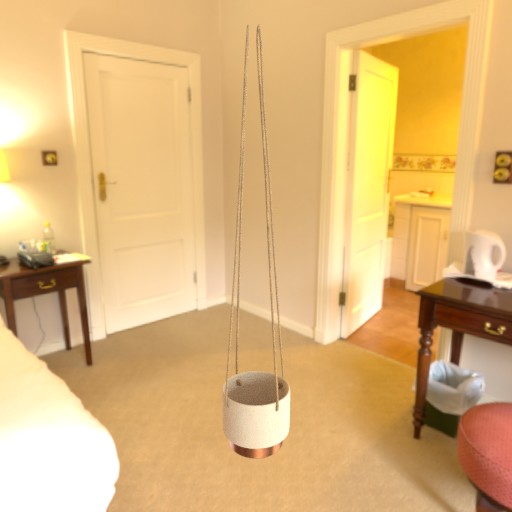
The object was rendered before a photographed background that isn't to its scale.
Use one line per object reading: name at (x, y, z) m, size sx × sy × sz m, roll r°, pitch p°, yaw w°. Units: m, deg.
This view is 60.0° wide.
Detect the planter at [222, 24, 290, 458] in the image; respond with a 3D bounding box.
planter at (0.000, 0.000, 0.880) m, size 0.146 × 0.841 × 0.146 m, roll 2°, pitch 14°, yaw 9°
